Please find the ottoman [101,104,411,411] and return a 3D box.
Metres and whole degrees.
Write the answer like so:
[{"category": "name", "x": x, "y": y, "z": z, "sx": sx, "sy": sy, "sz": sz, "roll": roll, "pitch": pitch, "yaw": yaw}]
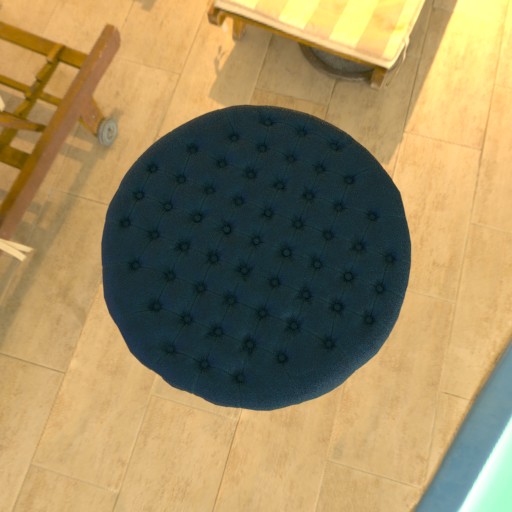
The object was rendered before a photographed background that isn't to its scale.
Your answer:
[{"category": "ottoman", "x": 0.000, "y": 0.000, "z": 1.524, "sx": 0.998, "sy": 0.398, "sz": 0.998, "roll": 0, "pitch": 76, "yaw": 0}]
